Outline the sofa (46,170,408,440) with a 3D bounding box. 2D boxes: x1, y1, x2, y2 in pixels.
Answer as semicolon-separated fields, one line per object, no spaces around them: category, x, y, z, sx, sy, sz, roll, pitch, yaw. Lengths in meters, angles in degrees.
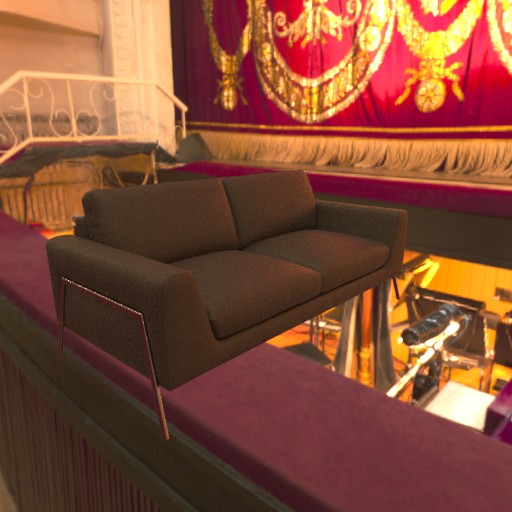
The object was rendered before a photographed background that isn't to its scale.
sofa;0.000;0.000;2.582;0.953;0.875;2.017;14;20;41
